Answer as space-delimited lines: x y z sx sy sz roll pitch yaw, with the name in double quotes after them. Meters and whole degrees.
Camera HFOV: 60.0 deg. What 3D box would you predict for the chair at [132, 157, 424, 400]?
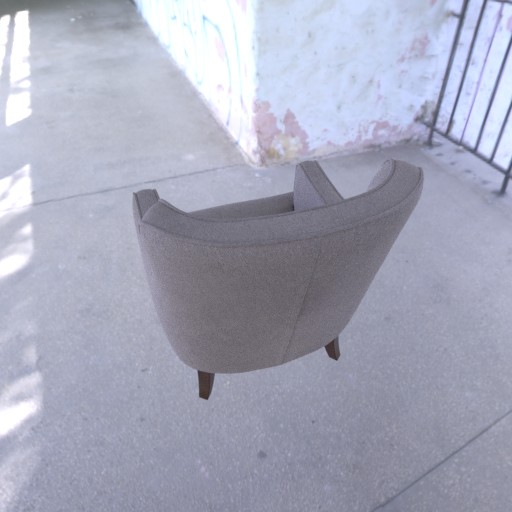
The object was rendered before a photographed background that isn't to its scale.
0.000 0.000 1.600 0.781 0.919 0.910 -13 43 -14 "chair"
